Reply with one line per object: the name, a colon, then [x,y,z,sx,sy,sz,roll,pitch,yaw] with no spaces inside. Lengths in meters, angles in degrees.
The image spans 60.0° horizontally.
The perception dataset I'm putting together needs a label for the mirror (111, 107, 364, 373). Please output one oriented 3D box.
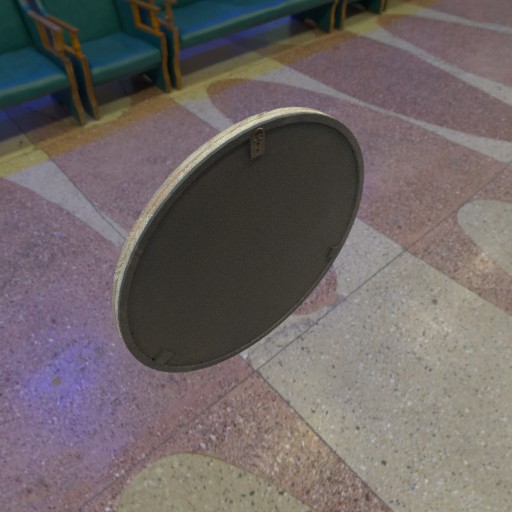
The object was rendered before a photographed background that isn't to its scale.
mirror: [0.000,0.000,1.057,0.710,0.710,0.038,-31,54,-25]
